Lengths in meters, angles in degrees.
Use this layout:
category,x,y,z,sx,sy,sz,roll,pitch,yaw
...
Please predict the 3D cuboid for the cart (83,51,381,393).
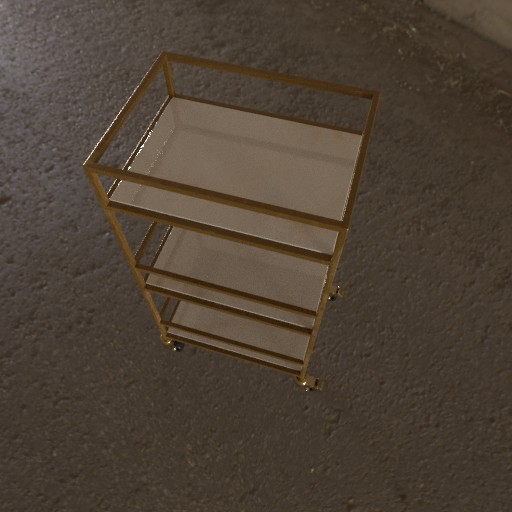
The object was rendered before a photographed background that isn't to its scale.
category,x,y,z,sx,sy,sz,roll,pitch,yaw
cart,0.000,0.000,1.033,0.483,0.761,0.332,14,59,9
